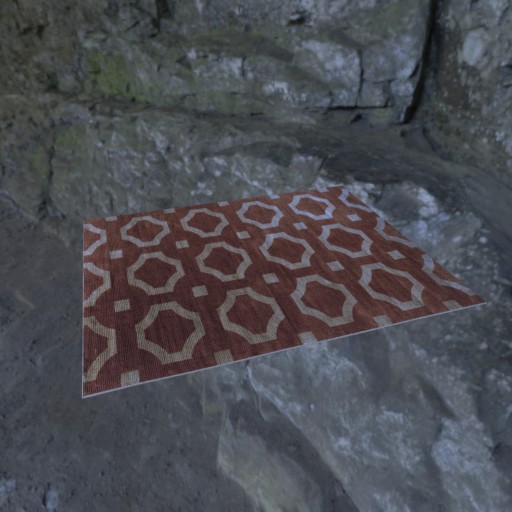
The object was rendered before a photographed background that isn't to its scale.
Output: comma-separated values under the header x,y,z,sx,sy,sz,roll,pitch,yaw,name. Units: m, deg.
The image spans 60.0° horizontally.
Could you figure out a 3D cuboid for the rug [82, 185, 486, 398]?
x,y,z,sx,sy,sz,roll,pitch,yaw,name
0.000,0.000,4.112,3.049,0.021,2.466,-10,33,-15,rug
